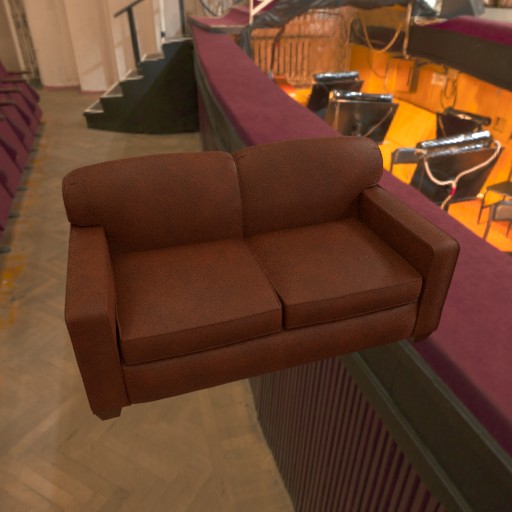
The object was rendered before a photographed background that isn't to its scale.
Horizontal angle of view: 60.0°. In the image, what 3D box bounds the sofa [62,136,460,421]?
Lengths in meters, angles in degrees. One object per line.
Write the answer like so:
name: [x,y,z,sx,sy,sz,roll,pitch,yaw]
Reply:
sofa: [0.000,0.000,2.384,1.856,0.966,1.000,-10,33,-15]
